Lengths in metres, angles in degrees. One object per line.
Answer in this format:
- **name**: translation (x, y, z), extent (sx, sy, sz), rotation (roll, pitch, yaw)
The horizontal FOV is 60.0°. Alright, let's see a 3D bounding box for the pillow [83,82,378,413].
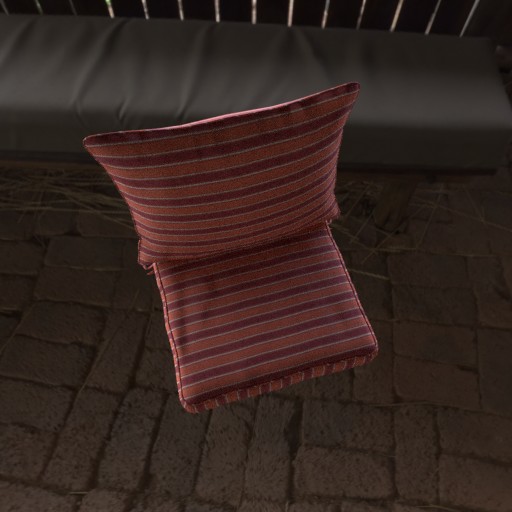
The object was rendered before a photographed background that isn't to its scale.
- **pillow**: translation (0.000, 0.000, 1.411), extent (0.799, 0.723, 0.733), rotation (-14, 64, -7)
